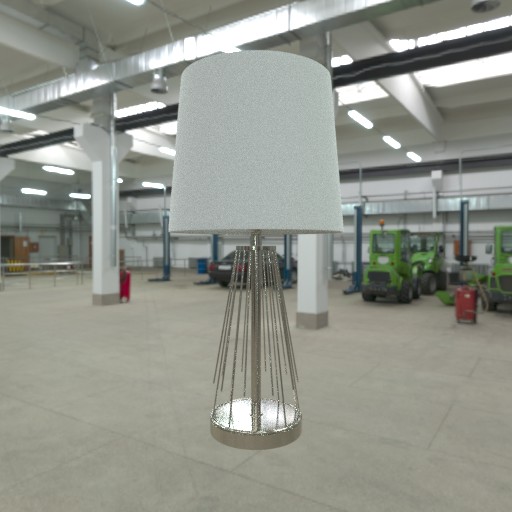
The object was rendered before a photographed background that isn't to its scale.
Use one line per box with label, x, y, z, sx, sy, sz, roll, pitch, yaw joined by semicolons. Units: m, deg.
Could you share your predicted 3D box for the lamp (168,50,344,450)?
lamp;0.000;0.000;0.782;0.303;0.618;0.303;0;1;0
